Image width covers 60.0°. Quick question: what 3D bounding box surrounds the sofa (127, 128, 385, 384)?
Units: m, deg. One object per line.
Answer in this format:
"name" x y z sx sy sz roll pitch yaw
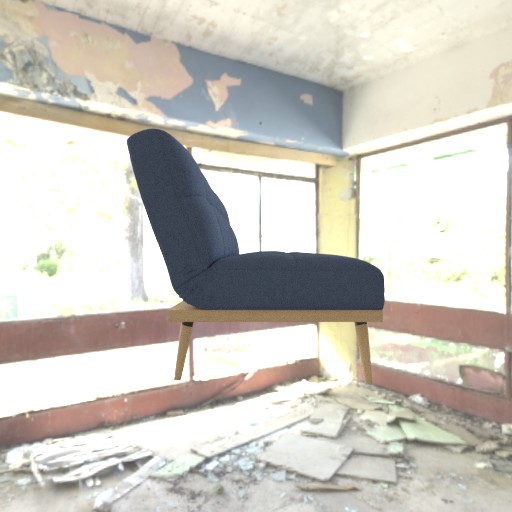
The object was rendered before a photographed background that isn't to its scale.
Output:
"sofa" 0.000 0.000 2.225 0.796 0.800 1.800 0 0 0
